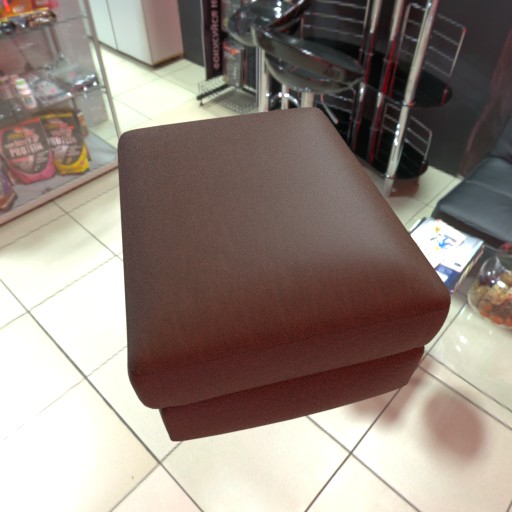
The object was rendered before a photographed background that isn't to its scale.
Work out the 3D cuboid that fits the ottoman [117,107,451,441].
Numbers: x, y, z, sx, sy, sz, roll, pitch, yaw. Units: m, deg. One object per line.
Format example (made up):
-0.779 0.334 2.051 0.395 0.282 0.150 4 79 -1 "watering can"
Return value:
0.000 0.000 1.159 0.635 0.508 0.787 -10 47 -10 "ottoman"
